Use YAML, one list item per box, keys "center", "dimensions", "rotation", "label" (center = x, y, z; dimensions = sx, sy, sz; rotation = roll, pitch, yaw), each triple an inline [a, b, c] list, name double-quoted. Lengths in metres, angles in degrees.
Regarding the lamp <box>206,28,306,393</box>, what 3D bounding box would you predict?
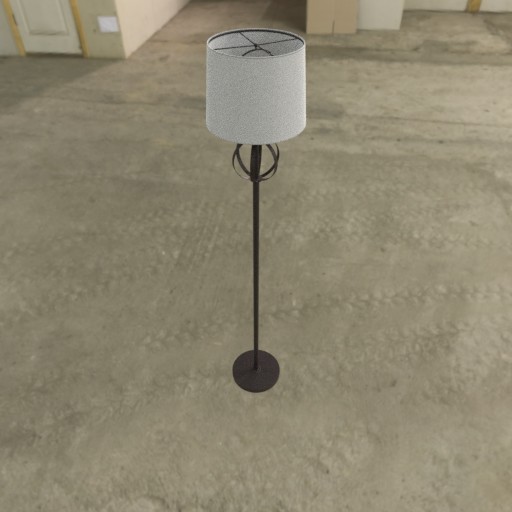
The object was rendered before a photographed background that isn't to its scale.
- center: [0.000, 0.000, 1.618]
  dimensions: [0.286, 1.462, 0.286]
  rotation: [26, 47, 26]
  label: "lamp"
